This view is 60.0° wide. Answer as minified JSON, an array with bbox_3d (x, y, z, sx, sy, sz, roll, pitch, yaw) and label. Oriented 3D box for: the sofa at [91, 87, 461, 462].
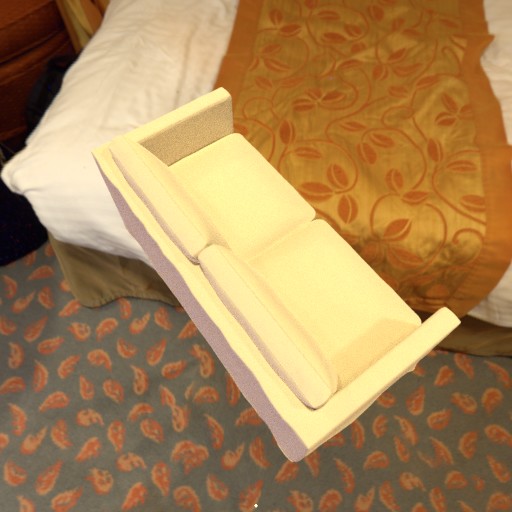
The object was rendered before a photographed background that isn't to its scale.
[{"bbox_3d":[0.000,0.000,2.534,0.940,0.870,1.987,-33,66,-17],"label":"sofa"}]
